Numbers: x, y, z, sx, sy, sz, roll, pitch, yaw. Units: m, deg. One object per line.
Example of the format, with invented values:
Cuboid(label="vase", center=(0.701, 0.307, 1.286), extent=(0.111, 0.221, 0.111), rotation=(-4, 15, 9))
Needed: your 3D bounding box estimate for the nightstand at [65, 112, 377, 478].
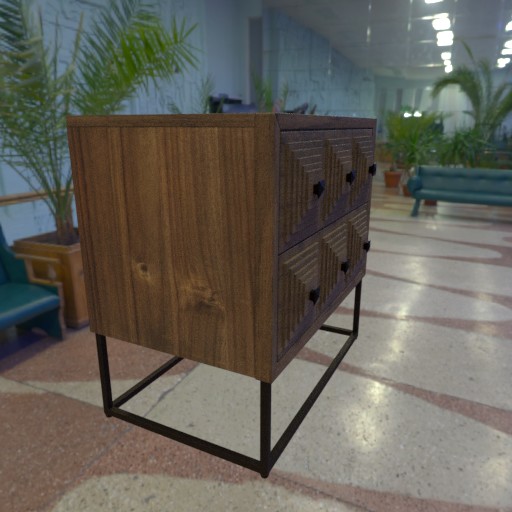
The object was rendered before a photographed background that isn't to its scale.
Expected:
Cuboid(label="nightstand", center=(0.000, 0.000, 1.020), extent=(0.437, 0.610, 0.610), rotation=(8, 18, 26))
